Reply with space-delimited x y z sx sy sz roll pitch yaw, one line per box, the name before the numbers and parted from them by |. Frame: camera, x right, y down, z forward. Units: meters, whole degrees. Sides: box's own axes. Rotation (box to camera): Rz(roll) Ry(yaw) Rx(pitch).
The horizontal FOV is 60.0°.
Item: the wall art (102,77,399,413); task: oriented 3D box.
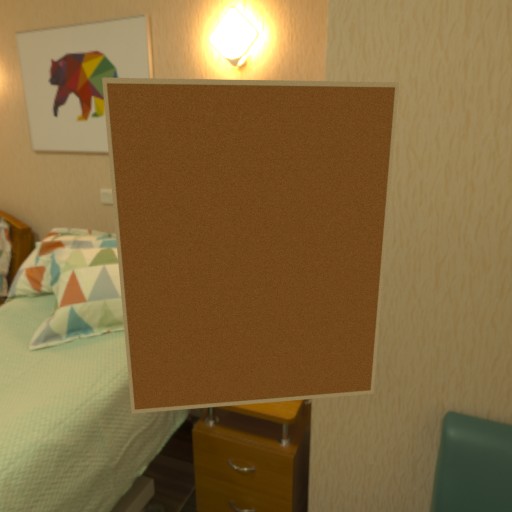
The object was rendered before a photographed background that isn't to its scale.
wall art | 0.000 0.000 0.743 0.443 0.549 0.030 -2 16 -8
